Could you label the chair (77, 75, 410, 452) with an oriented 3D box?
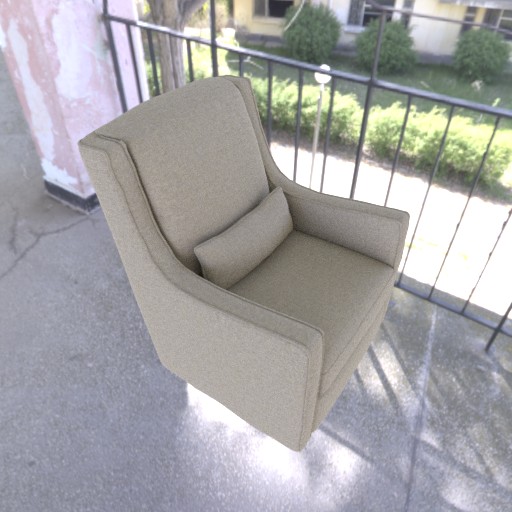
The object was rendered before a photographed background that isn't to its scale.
[{"bbox_3d":[0.000,0.000,1.585,0.879,0.993,0.732,25,47,25],"label":"chair"}]
